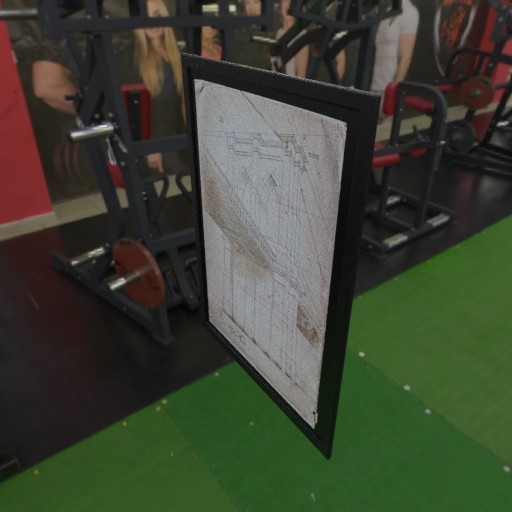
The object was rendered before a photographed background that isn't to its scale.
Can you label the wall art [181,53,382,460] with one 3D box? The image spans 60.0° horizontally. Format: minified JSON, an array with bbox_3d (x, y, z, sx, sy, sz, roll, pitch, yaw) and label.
[{"bbox_3d":[0.000,0.000,1.230,0.013,0.967,0.707,-20,36,-30],"label":"wall art"}]
